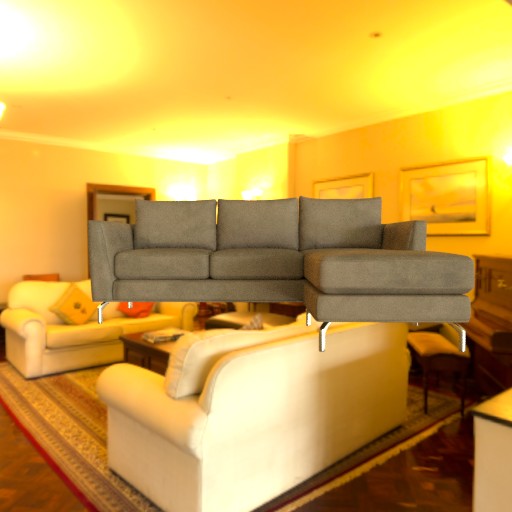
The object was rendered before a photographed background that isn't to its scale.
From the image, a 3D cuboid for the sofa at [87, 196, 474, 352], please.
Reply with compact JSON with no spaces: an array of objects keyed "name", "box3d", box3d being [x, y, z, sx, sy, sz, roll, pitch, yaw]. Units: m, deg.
[{"name":"sofa","box3d":[0.000,0.000,3.201,2.438,0.987,1.622,0,2,1]}]
